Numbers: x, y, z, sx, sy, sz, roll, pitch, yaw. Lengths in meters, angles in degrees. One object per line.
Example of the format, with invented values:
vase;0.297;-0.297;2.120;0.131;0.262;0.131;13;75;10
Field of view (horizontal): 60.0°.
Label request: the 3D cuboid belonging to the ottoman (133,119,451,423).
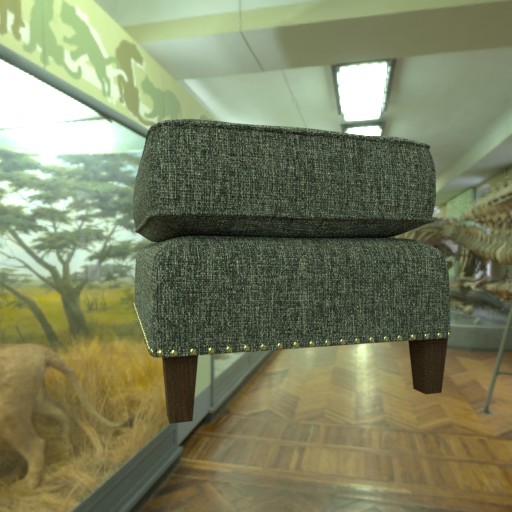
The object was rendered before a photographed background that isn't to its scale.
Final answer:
ottoman;0.000;0.000;1.120;0.589;0.537;0.738;0;0;-17
